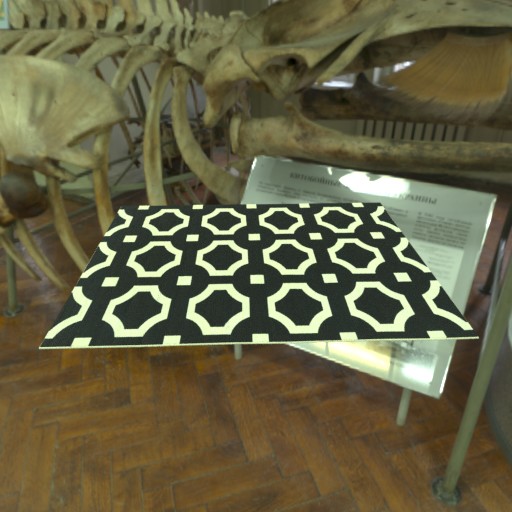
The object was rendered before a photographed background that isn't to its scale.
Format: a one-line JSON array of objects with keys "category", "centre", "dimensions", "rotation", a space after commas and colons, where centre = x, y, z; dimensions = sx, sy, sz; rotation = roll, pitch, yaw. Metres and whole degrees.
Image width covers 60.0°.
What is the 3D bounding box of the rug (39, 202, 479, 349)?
[{"category": "rug", "centre": [0.000, 0.000, 4.133], "dimensions": [3.049, 0.021, 2.466], "rotation": [-1, 29, -2]}]
